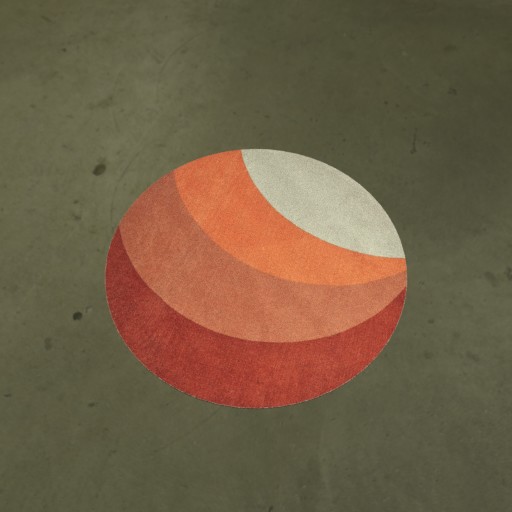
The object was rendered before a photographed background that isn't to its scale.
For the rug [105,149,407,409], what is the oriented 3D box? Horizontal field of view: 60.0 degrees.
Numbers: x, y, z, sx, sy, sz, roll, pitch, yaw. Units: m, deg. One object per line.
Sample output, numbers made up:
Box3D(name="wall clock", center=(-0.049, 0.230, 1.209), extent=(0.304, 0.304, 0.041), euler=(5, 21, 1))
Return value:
Box3D(name="rug", center=(0.000, 0.000, 2.257), extent=(1.514, 0.015, 1.514), euler=(0, 58, 0))
